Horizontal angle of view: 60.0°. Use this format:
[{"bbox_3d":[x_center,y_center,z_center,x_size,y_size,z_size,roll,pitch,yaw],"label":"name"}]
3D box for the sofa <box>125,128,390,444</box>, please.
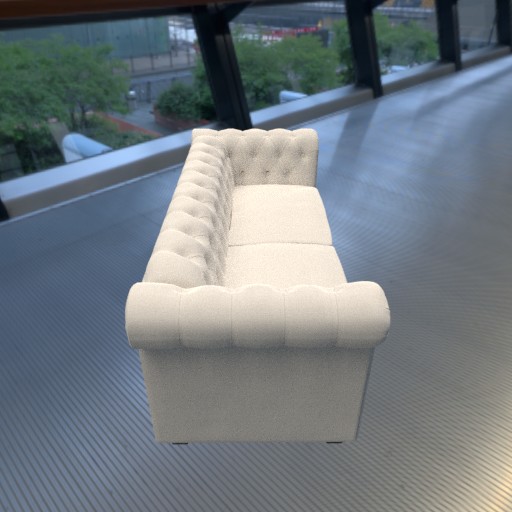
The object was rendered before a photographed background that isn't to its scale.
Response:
[{"bbox_3d":[0.000,0.000,2.178,0.771,0.796,1.798,0,32,0],"label":"sofa"}]
